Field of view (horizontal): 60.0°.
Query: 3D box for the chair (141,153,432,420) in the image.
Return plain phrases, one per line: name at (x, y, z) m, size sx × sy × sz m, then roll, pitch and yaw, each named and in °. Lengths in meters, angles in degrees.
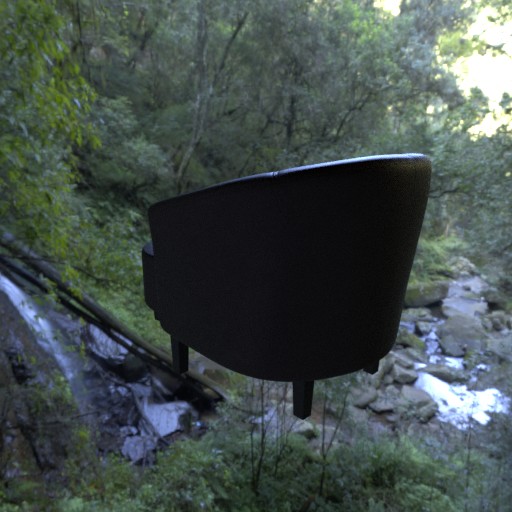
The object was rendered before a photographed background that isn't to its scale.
chair at (0.000, 0.000, 1.614) m, size 0.737 × 0.755 × 1.176 m, roll -14°, pitch 21°, yaw -42°
